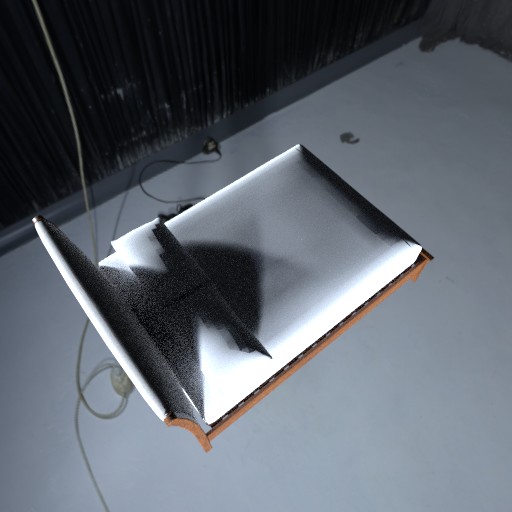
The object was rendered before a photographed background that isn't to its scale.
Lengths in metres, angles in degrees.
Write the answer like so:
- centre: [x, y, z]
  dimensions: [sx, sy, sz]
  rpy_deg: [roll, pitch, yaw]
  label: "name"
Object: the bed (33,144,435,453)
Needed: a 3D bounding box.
- centre: [0.000, 0.000, 3.327]
  dimensions: [2.380, 1.250, 1.612]
  rpy_deg: [-34, 64, -19]
  label: "bed"
